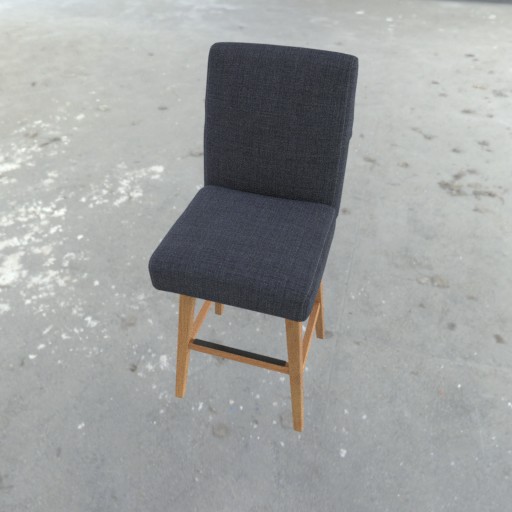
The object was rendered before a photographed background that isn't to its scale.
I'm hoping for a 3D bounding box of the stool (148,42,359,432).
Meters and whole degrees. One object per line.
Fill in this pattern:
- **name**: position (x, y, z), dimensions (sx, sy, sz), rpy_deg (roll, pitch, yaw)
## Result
- **stool**: position (0.000, 0.000, 1.402), dimensions (0.483, 1.112, 0.570), rpy_deg (11, 43, 12)
